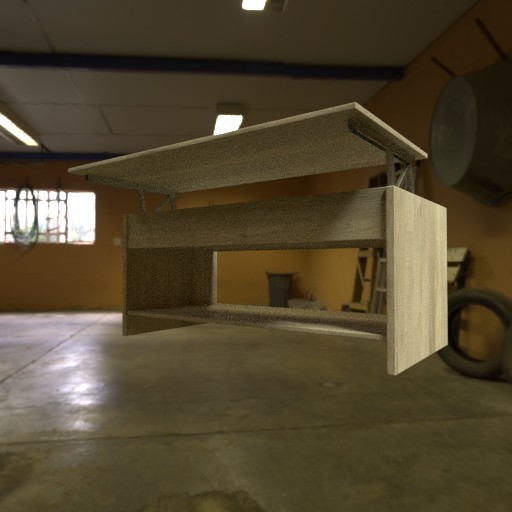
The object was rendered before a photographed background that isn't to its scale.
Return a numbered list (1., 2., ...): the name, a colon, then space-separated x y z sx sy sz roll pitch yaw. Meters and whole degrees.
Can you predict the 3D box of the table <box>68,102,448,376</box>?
1. table: 0.000 0.000 1.432 1.000 0.570 0.712 -1 -2 36
